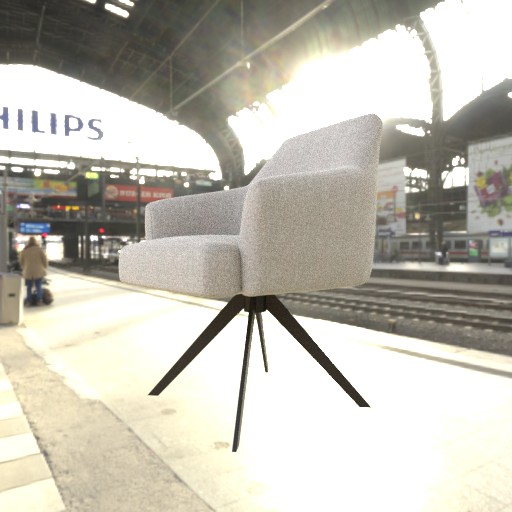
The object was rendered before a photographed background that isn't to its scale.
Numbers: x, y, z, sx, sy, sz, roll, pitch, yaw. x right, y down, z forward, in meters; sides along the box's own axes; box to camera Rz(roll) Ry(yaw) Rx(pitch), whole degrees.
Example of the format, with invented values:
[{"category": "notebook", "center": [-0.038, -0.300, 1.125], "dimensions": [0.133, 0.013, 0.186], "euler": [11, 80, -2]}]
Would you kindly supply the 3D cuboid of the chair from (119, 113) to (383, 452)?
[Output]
[{"category": "chair", "center": [0.000, 0.000, 1.333], "dimensions": [0.677, 0.874, 0.642], "euler": [-1, 1, -36]}]
